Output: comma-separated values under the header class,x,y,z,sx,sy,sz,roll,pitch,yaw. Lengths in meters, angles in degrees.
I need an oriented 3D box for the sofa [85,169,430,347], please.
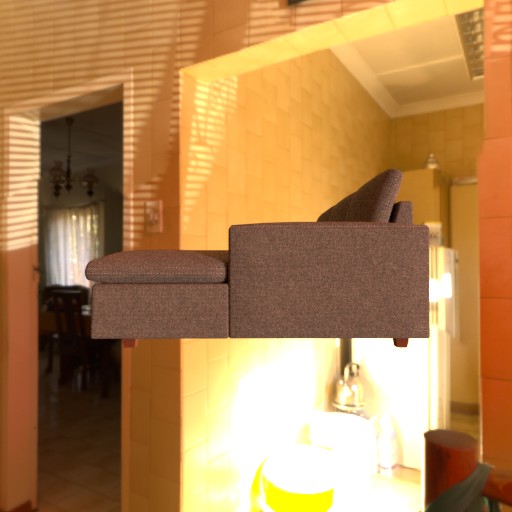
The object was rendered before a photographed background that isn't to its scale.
class,x,y,z,sx,sy,sz,roll,pitch,yaw
sofa,0.000,0.000,3.509,1.689,0.940,2.718,0,-1,0
